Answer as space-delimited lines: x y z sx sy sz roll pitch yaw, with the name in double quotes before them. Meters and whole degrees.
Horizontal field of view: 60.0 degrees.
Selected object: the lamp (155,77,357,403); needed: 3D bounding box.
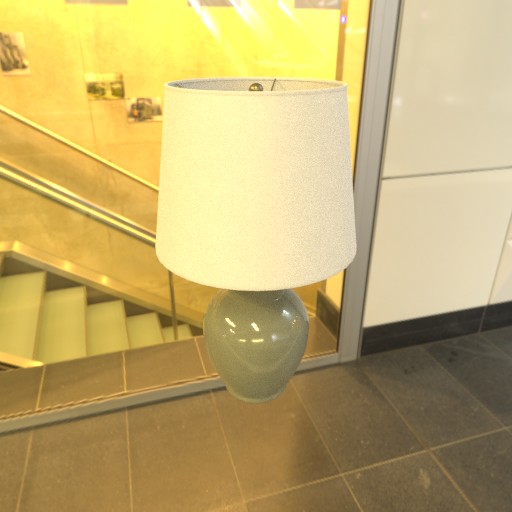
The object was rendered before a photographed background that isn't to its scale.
"lamp" 0.000 0.000 0.547 0.239 0.399 0.239 0 26 0
